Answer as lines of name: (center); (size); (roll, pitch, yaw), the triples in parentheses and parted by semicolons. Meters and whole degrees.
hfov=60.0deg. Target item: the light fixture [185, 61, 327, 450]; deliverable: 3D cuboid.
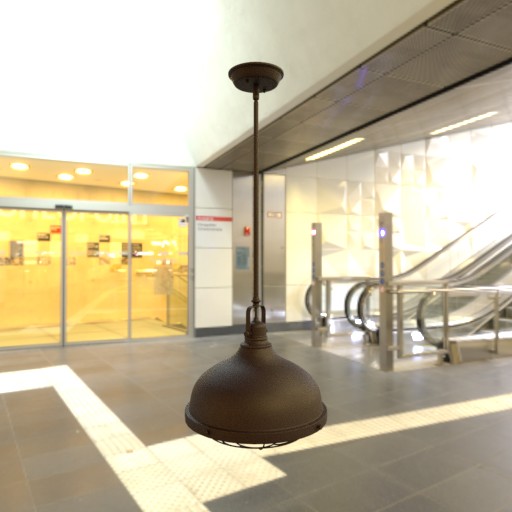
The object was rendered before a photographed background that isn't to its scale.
light fixture: (0.000, 0.000, 1.030); (0.341, 0.849, 0.341); (0, -1, 37)
